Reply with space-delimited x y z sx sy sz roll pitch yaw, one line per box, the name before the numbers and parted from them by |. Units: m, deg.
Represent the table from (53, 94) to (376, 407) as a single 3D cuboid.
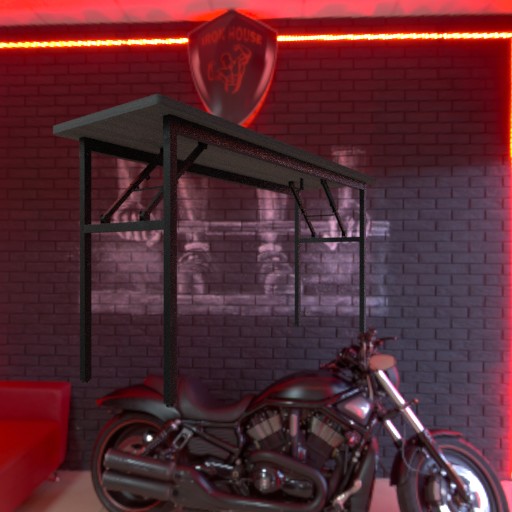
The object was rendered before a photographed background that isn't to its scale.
table | 0.000 0.000 1.717 0.449 0.750 1.399 0 0 36
